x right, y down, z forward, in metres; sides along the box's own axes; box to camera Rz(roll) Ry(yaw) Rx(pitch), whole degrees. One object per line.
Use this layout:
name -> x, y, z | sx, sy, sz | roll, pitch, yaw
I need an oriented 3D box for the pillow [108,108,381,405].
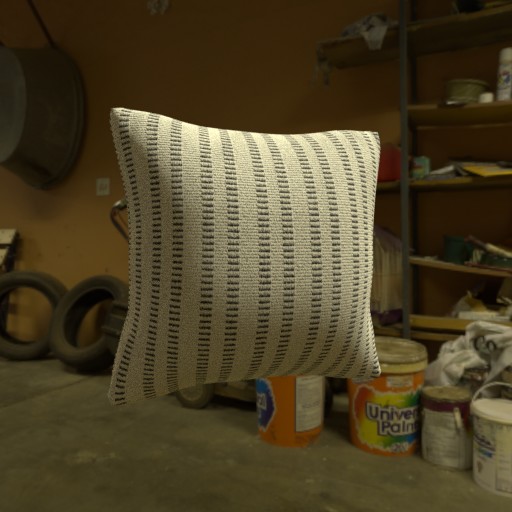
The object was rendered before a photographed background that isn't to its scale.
pillow -> 0.000, 0.000, 0.687 | 0.438, 0.419, 0.247 | 0, 1, -18
